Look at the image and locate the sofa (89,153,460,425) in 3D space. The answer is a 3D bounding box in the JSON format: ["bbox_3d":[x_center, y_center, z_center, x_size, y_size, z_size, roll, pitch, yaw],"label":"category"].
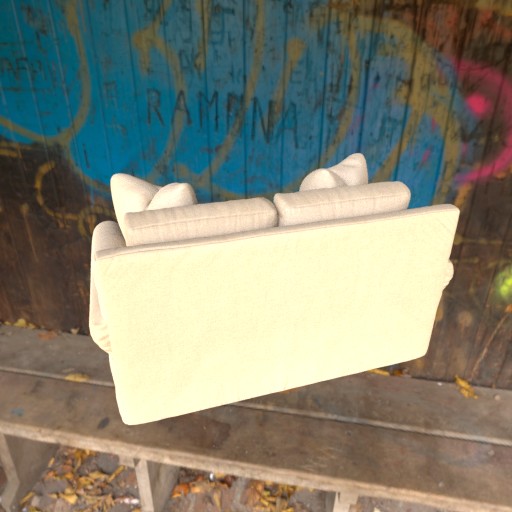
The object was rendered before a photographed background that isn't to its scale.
[{"bbox_3d":[0.000,0.000,2.214,1.550,0.905,1.070,-9,30,-15],"label":"sofa"}]
